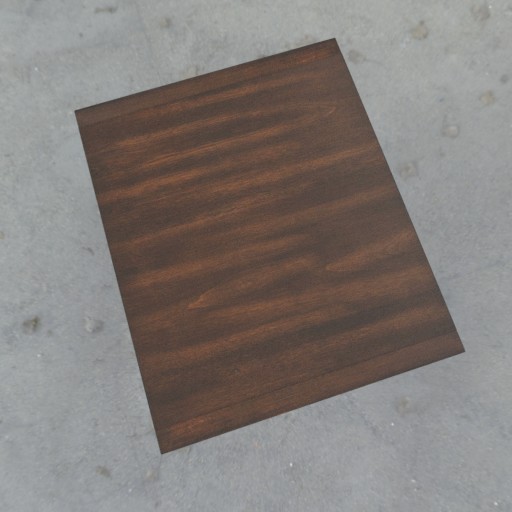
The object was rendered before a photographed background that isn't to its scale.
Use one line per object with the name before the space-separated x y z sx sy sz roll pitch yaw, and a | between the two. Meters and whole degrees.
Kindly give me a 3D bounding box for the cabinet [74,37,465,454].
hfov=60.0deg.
cabinet | 0.000 0.000 0.825 0.402 0.455 0.500 -17 78 -4
